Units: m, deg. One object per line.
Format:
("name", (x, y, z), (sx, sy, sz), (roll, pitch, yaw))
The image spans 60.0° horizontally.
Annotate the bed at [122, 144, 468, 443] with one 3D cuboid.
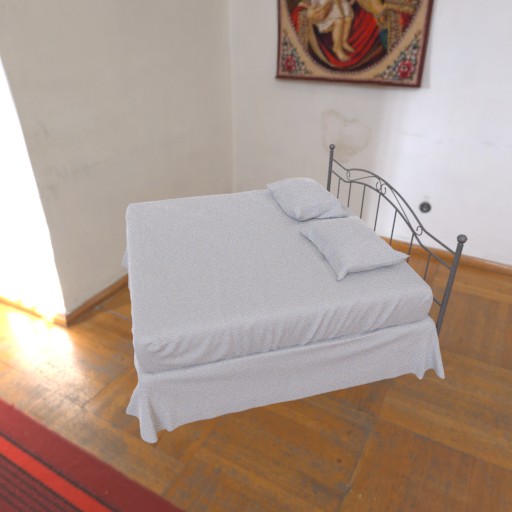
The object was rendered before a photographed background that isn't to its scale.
("bed", (0.000, 0.000, 3.570), (2.220, 1.080, 2.309), (-8, 32, -13))
